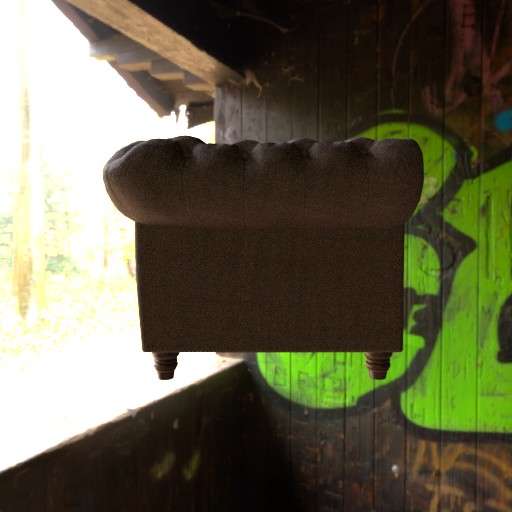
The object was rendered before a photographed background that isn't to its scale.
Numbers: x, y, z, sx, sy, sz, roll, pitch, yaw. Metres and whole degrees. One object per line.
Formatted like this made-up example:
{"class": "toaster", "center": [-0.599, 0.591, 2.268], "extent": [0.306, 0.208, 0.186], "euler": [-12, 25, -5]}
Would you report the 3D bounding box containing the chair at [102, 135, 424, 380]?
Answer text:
{"class": "chair", "center": [0.000, 0.000, 1.861], "extent": [0.945, 0.780, 1.298], "euler": [0, 1, 0]}
